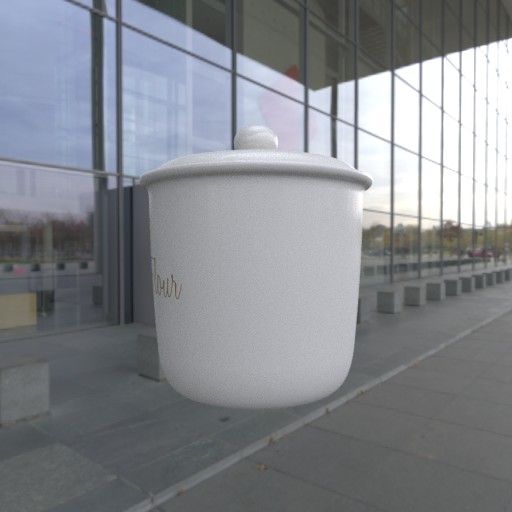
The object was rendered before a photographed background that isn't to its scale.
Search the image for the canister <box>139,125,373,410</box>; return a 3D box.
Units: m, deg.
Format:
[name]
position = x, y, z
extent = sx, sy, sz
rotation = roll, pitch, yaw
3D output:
[canister]
position = 0.000, 0.000, 0.357
extent = 0.182, 0.208, 0.182
rotation = 0, 1, 0
